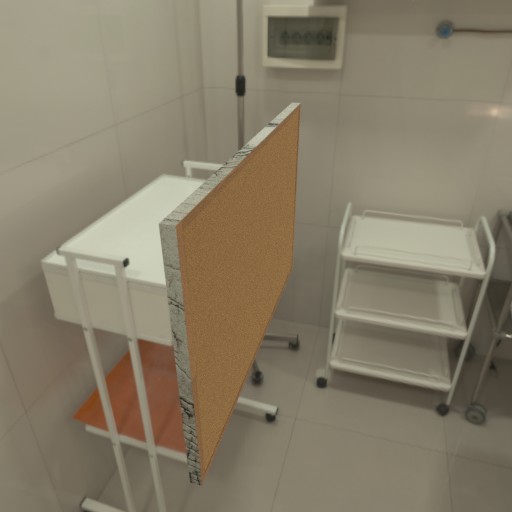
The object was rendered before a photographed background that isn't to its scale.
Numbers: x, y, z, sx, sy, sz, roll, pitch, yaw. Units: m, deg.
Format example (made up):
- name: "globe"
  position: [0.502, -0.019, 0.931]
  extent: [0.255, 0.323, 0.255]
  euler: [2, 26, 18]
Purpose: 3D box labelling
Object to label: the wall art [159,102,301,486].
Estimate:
- name: "wall art"
  position: [0.000, 0.000, 1.454]
  extent: [0.035, 0.758, 1.141]
  euler: [8, 31, 14]
